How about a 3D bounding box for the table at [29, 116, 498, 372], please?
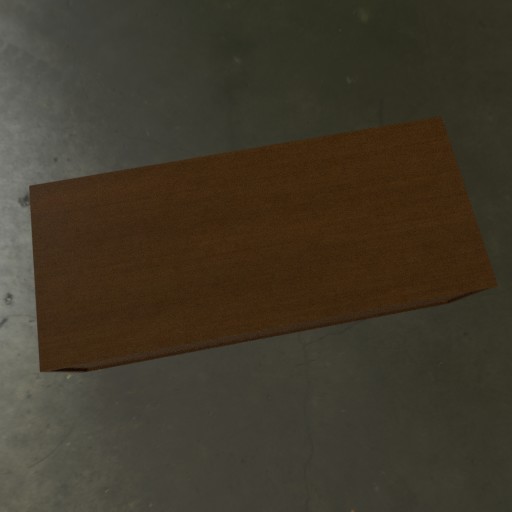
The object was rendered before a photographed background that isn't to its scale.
[{"bbox_3d":[0.000,0.000,1.349,1.119,0.464,0.490,-10,75,-3],"label":"table"}]
